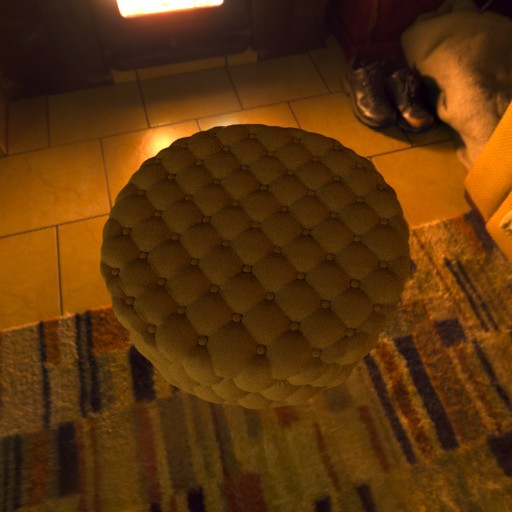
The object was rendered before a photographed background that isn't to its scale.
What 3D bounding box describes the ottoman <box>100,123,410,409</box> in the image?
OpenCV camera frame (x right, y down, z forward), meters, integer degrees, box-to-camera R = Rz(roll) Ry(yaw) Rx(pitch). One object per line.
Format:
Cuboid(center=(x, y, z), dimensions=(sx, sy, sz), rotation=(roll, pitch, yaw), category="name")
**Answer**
Cuboid(center=(0.000, 0.000, 1.551), dimensions=(0.998, 0.399, 0.998), rotation=(0, 58, 0), category="ottoman")
